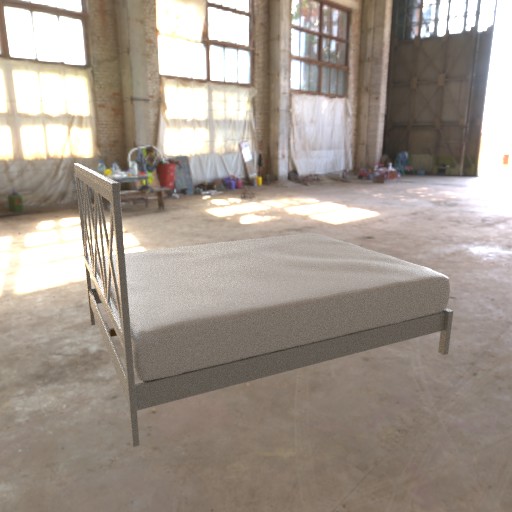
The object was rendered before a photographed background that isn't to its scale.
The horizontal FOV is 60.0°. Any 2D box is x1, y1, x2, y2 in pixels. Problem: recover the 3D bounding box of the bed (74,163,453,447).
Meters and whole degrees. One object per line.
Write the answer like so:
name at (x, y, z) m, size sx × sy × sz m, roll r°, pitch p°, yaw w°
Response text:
bed at (0.000, 0.000, 3.132) m, size 2.135 × 1.253 × 1.673 m, roll -7°, pitch 16°, yaw -26°
